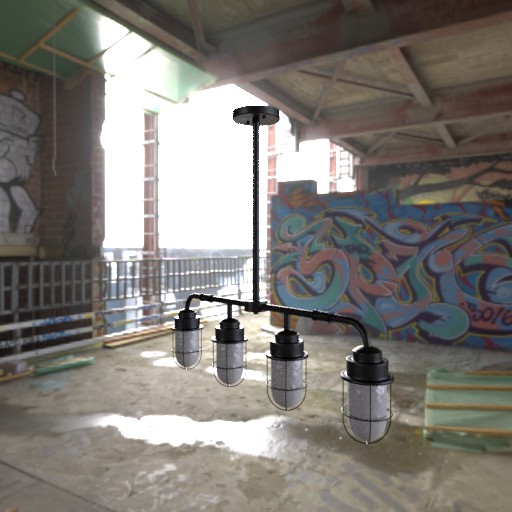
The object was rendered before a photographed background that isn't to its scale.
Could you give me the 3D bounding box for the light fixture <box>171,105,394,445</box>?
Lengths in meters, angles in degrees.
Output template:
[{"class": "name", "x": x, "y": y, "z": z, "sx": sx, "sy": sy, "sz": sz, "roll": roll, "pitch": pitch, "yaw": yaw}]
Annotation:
[{"class": "light fixture", "x": 0.000, "y": 0.000, "z": 1.220, "sx": 0.131, "sy": 0.785, "sz": 0.852, "roll": -1, "pitch": 1, "yaw": -39}]
